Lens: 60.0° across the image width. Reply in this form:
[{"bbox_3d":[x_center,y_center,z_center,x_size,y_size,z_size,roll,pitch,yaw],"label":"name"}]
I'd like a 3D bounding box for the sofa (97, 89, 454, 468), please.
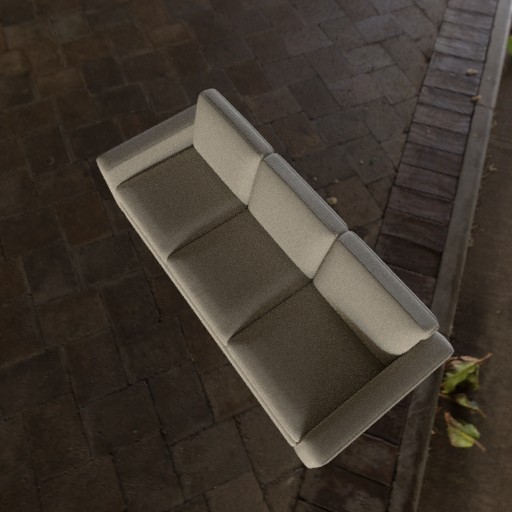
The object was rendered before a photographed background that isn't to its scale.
[{"bbox_3d":[0.000,0.000,2.602,0.900,0.800,2.160,-34,68,-15],"label":"sofa"}]
